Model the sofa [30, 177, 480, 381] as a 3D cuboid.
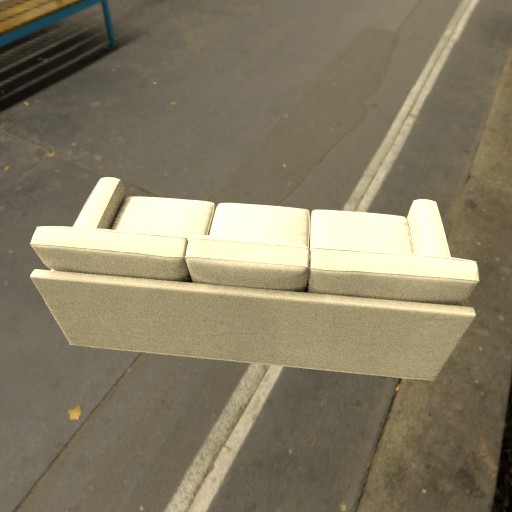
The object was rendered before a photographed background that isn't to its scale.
[{"bbox_3d":[0.000,0.000,2.526,2.093,0.862,0.936,5,48,4],"label":"sofa"}]
